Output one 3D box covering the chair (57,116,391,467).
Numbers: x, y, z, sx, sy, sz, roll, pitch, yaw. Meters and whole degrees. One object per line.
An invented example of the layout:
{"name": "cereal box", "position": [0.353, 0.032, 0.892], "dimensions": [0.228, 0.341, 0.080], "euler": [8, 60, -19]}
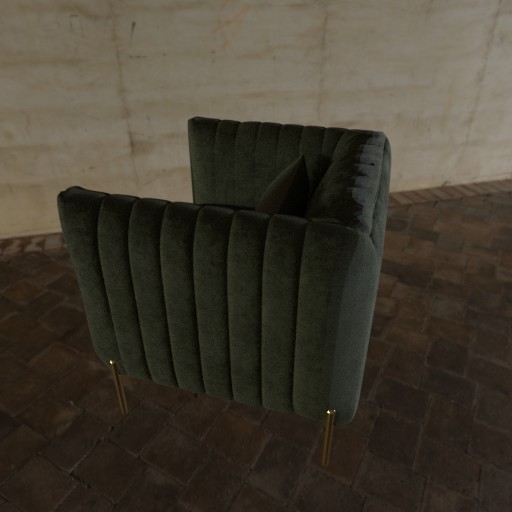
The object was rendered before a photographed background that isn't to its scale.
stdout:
{"name": "chair", "position": [0.000, 0.000, 1.646], "dimensions": [0.877, 0.794, 1.032], "euler": [9, 31, 14]}
